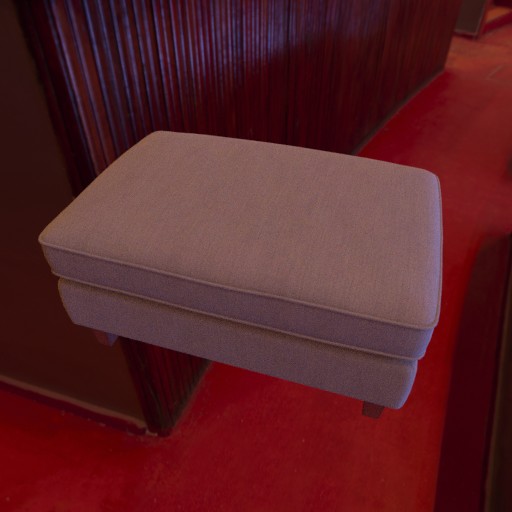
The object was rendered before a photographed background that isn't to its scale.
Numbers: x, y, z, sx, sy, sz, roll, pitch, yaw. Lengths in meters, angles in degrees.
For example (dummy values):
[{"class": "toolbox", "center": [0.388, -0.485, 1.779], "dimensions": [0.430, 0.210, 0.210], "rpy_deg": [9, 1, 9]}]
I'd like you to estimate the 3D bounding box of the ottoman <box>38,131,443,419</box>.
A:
[{"class": "ottoman", "center": [0.000, 0.000, 1.291], "dimensions": [0.941, 0.480, 0.636], "rpy_deg": [12, 42, 13]}]
